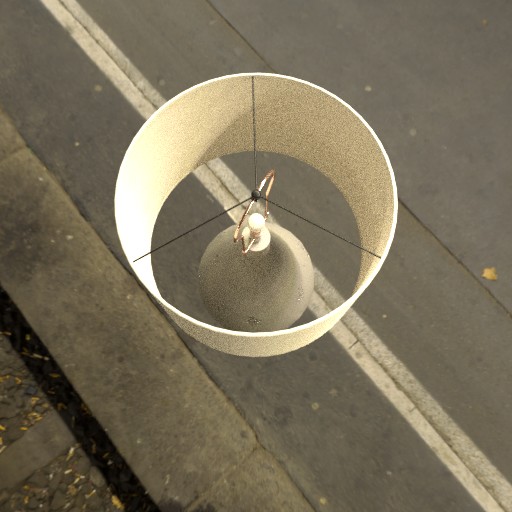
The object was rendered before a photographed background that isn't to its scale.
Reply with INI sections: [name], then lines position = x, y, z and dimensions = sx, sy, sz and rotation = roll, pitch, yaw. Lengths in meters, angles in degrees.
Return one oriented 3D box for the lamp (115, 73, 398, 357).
[lamp]
position = 0.000, 0.000, 0.732
dimensions = 0.330, 0.521, 0.330
rotation = 0, 75, 0
